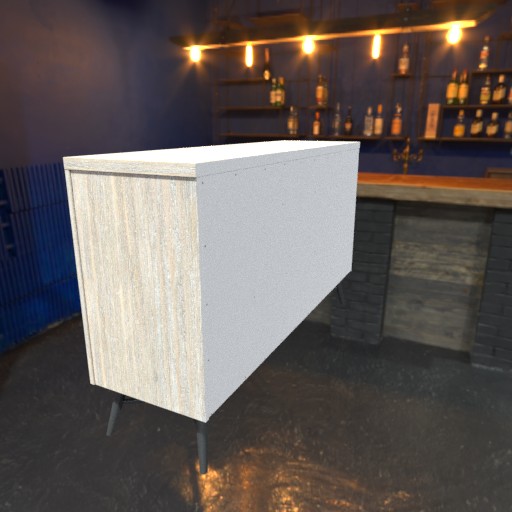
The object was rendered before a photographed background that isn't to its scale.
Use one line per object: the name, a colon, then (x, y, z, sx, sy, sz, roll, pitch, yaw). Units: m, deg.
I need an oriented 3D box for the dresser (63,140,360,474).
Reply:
dresser: (0.000, 0.000, 1.915, 0.457, 0.914, 1.524, 8, 18, 26)
